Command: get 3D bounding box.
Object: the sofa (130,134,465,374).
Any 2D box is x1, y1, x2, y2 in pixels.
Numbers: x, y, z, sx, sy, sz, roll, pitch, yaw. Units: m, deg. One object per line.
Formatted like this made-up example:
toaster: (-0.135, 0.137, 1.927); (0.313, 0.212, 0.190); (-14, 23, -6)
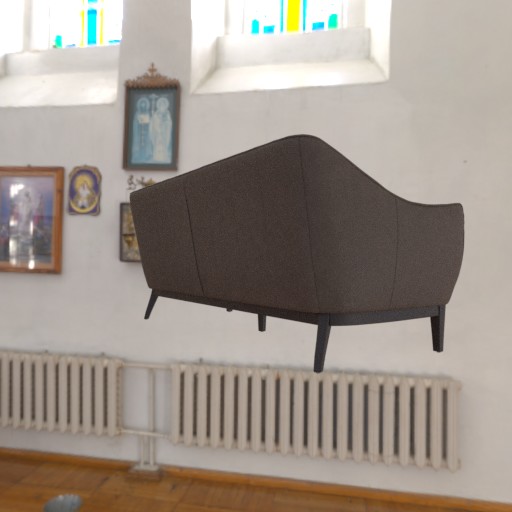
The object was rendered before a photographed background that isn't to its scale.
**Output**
sofa: (0.000, 0.000, 2.405); (0.869, 0.831, 1.928); (0, 0, -35)
